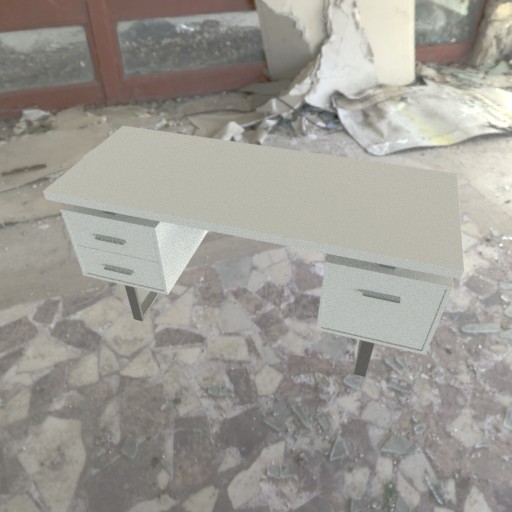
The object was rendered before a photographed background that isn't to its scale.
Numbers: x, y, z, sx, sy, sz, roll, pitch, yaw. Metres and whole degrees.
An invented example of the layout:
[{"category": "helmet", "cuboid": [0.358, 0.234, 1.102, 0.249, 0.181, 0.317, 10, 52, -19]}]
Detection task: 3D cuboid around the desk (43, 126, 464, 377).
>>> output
[{"category": "desk", "cuboid": [0.000, 0.000, 2.002, 1.530, 0.773, 0.603, 11, 42, 13]}]
